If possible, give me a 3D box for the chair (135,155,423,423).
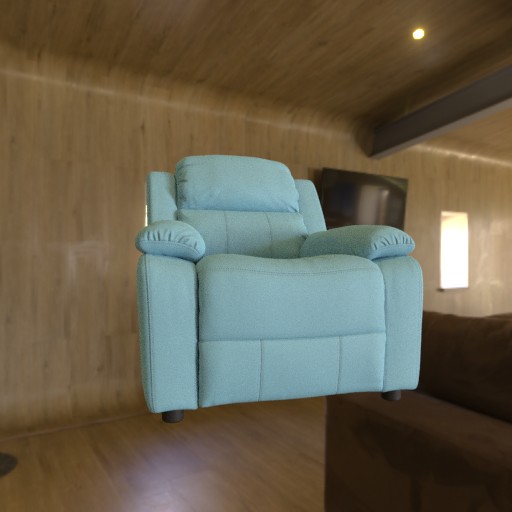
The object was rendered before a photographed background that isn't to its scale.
[{"bbox_3d":[0.000,0.000,1.278,0.680,0.702,0.709,0,-1,-16],"label":"chair"}]
